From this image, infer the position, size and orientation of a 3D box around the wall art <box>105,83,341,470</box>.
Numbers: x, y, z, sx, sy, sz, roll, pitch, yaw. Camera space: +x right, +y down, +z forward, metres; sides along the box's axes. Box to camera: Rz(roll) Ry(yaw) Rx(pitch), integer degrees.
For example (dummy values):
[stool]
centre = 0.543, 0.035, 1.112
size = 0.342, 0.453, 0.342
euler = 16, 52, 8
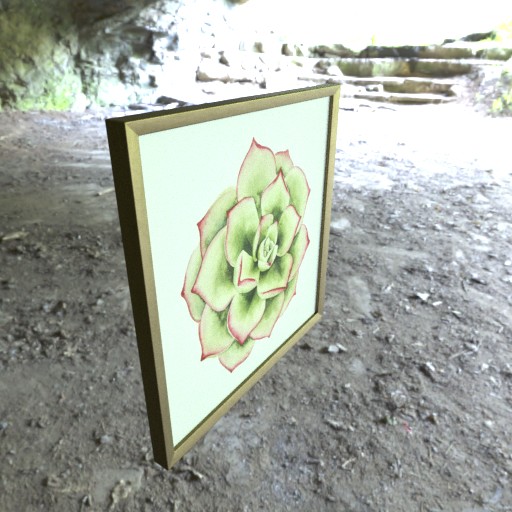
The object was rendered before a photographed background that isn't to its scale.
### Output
[wall art]
centre = 0.000, 0.000, 0.744
size = 0.031, 0.506, 0.503
euler = 17, 31, 31
